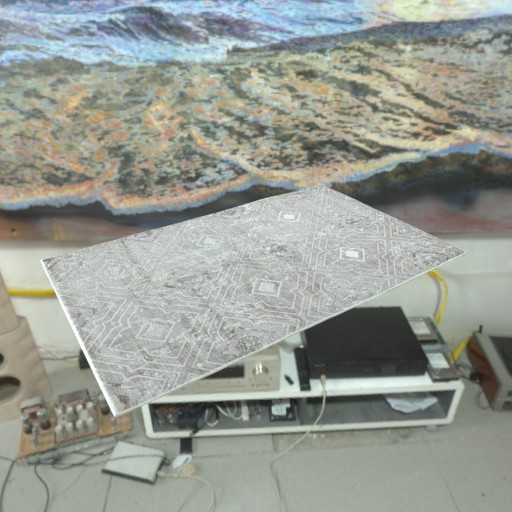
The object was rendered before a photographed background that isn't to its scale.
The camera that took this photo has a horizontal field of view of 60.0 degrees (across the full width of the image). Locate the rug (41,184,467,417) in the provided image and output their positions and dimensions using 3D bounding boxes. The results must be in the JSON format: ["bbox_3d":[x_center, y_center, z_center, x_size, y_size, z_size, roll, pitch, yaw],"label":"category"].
[{"bbox_3d":[0.000,0.000,2.988,2.447,0.036,1.537,-19,36,-28],"label":"rug"}]
